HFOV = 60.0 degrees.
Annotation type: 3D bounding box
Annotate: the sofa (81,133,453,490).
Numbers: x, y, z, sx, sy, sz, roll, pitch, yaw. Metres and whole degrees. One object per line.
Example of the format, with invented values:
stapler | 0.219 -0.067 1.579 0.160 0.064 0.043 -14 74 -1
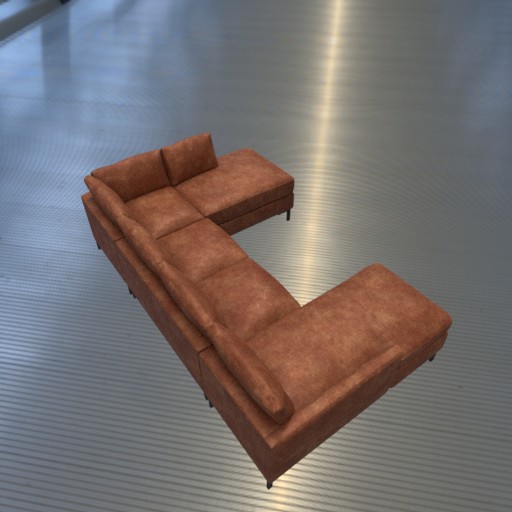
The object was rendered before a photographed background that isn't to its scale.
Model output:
sofa | 0.000 0.000 3.785 1.939 0.900 2.956 -26 49 -26
